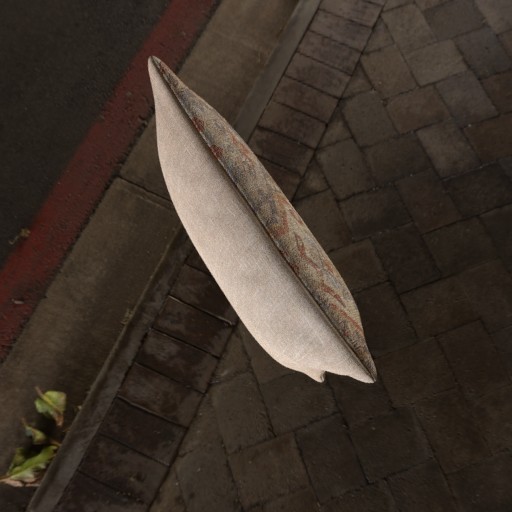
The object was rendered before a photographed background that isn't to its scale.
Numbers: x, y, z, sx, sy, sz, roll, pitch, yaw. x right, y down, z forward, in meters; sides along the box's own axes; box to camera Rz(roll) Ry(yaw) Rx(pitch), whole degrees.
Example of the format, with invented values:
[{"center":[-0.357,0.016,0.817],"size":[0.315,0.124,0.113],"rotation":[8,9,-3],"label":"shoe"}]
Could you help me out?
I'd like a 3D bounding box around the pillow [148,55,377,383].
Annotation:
[{"center":[0.000,0.000,0.794],"size":[0.166,0.506,0.523],"rotation":[-32,77,-8],"label":"pillow"}]
